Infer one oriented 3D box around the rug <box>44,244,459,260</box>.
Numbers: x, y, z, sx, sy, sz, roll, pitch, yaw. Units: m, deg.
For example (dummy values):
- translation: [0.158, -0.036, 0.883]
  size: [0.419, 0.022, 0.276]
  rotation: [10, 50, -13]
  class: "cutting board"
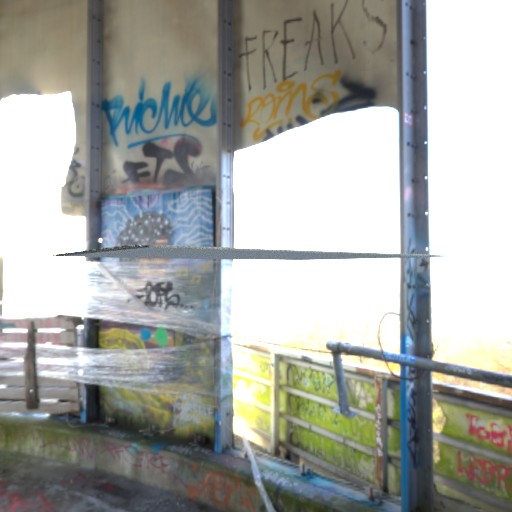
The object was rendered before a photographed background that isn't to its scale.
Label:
- translation: [0.000, 0.000, 2.310]
  size: [1.802, 0.008, 1.247]
  rotation: [1, -2, -36]
  class: "rug"
